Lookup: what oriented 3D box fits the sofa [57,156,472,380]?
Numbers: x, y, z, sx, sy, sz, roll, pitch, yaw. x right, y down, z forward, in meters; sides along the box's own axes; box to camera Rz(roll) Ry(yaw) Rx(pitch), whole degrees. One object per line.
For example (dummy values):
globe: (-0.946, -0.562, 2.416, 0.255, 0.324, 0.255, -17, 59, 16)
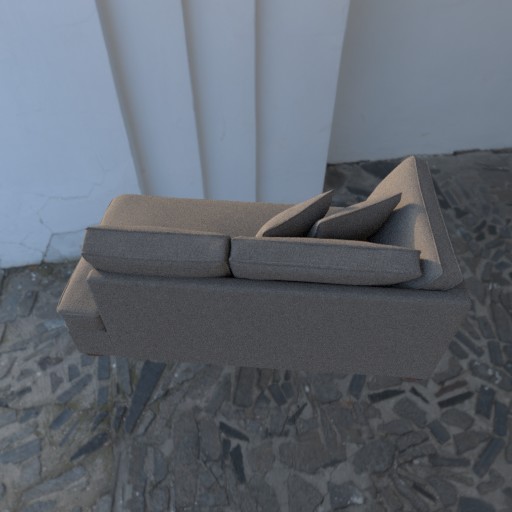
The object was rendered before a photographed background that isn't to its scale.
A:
sofa: (0.000, 0.000, 2.830, 2.237, 1.033, 1.110, 3, 46, 3)
